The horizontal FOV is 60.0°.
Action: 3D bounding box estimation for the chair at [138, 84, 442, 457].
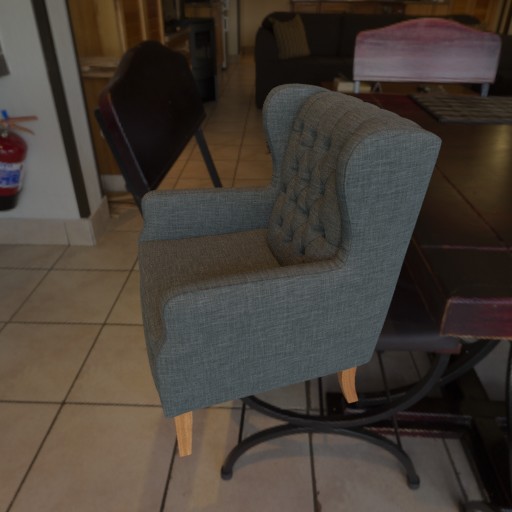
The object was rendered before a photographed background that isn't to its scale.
[{"bbox_3d":[0.000,0.000,1.453,0.775,0.953,0.711,-9,32,-14],"label":"chair"}]
